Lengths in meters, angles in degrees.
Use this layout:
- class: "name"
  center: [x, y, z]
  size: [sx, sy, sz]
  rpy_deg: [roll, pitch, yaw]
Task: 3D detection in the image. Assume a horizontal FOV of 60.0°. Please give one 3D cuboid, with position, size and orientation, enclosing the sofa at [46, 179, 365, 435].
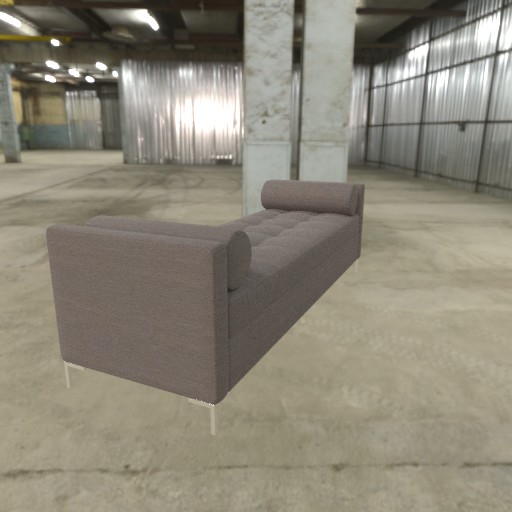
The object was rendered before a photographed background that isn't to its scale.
- class: "sofa"
  center: [0.000, 0.000, 2.326]
  size: [0.686, 0.635, 1.981]
  rpy_deg: [7, 17, 25]
